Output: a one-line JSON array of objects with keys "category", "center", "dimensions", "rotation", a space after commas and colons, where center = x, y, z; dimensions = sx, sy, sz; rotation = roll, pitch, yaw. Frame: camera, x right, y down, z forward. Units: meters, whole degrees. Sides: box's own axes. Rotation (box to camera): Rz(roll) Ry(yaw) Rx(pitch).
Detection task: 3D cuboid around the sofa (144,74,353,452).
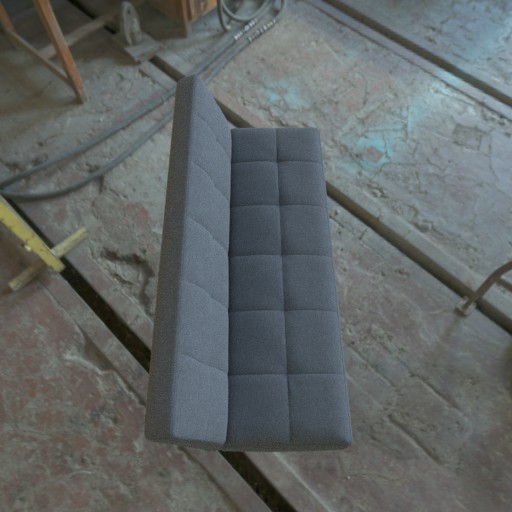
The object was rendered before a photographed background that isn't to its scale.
[{"category": "sofa", "center": [0.000, 0.000, 2.261], "dimensions": [0.820, 0.770, 1.820], "rotation": [-1, 63, 0]}]
